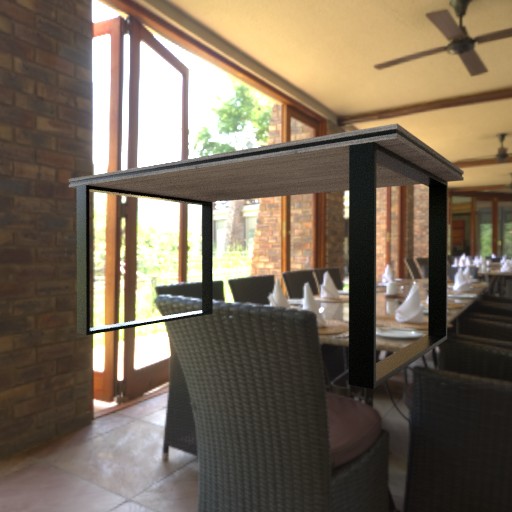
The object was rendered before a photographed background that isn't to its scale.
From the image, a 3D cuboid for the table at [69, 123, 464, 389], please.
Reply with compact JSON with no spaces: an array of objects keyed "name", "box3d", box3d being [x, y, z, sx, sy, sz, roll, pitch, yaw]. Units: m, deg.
[{"name":"table","box3d":[0.000,0.000,2.025,1.579,0.736,0.881,0,1,36]}]
